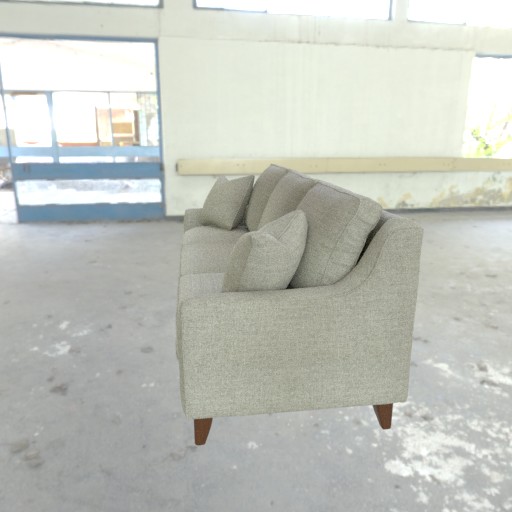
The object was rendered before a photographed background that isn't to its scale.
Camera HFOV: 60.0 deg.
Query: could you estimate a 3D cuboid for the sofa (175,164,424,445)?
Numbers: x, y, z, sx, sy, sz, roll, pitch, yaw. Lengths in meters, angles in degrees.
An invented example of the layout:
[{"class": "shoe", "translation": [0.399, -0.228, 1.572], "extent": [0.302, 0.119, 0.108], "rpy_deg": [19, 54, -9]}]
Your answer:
[{"class": "sofa", "translation": [0.000, 0.000, 2.480], "extent": [0.865, 0.914, 2.031], "rpy_deg": [-2, 15, -8]}]
